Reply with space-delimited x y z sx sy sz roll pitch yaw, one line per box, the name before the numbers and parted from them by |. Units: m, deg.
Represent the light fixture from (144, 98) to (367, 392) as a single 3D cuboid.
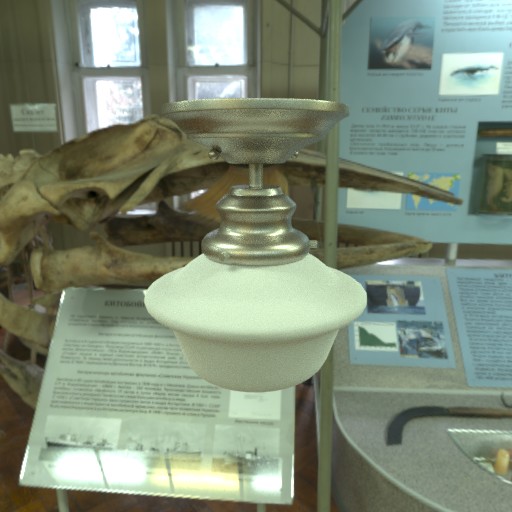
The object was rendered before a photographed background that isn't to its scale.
light fixture | 0.000 0.000 0.397 0.199 0.254 0.199 0 14 0
